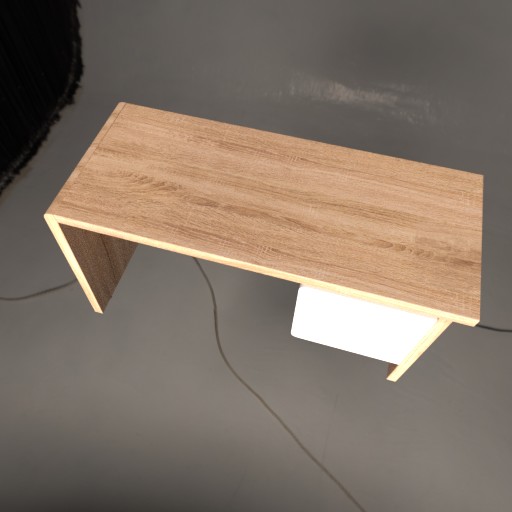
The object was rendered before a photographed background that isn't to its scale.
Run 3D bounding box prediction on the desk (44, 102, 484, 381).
[{"bbox_3d":[0.000,0.000,1.637,1.300,0.750,0.500,14,59,8],"label":"desk"}]
